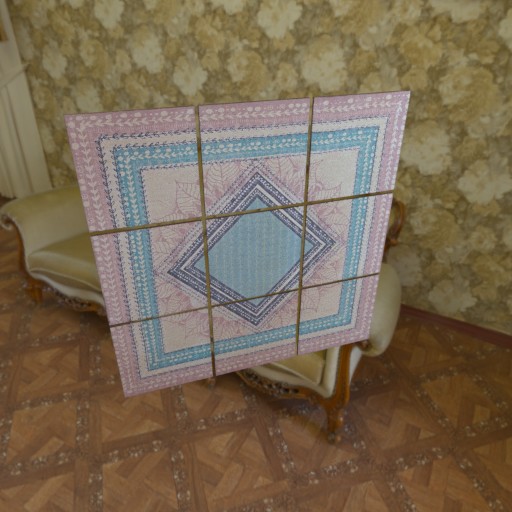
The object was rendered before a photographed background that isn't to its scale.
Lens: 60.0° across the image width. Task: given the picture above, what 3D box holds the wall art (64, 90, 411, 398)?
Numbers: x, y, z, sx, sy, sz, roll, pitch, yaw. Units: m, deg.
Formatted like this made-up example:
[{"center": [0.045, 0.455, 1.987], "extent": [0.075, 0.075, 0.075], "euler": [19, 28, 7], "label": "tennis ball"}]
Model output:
[{"center": [0.000, 0.000, 2.267], "extent": [1.527, 1.525, 0.014], "euler": [-10, 32, -16], "label": "wall art"}]
